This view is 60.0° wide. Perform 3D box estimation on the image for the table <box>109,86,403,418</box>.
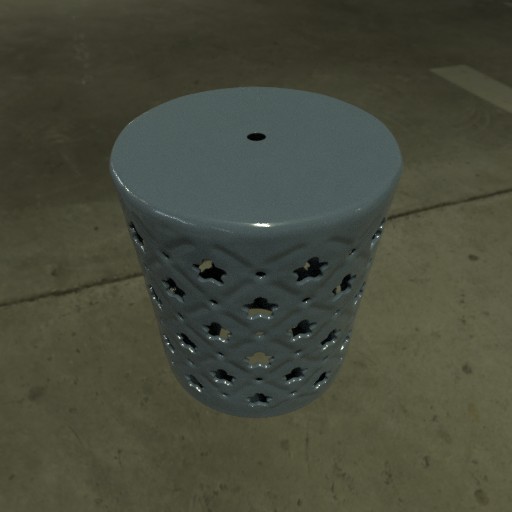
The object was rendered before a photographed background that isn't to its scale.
[{"bbox_3d":[0.000,0.000,0.665,0.352,0.387,0.352,0,42,0],"label":"table"}]
